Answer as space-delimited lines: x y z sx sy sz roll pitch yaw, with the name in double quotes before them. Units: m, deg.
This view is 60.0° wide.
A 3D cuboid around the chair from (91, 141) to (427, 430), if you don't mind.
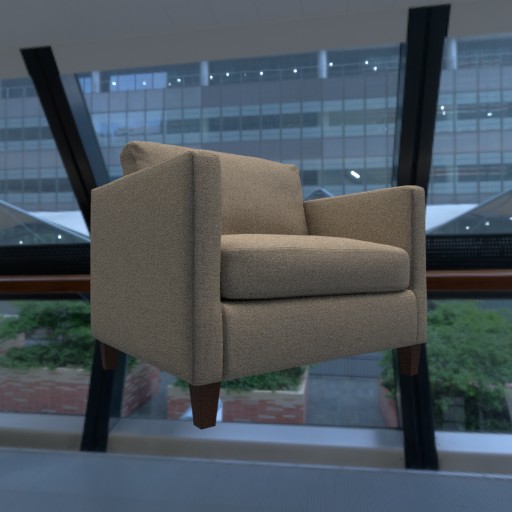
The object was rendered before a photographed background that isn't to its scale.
"chair" 0.000 0.000 1.846 1.107 0.961 0.959 0 -1 -36
